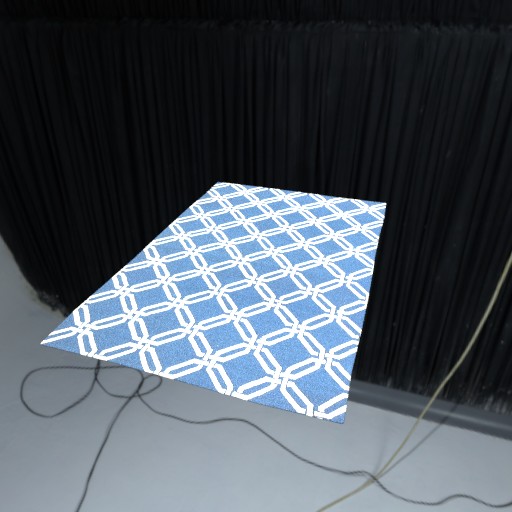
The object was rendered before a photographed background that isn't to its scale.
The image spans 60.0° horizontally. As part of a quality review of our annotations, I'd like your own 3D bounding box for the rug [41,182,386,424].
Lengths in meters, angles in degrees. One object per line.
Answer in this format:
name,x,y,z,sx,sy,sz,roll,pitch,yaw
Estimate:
rug,0.000,0.000,2.224,1.153,0.010,1.755,10,32,16
